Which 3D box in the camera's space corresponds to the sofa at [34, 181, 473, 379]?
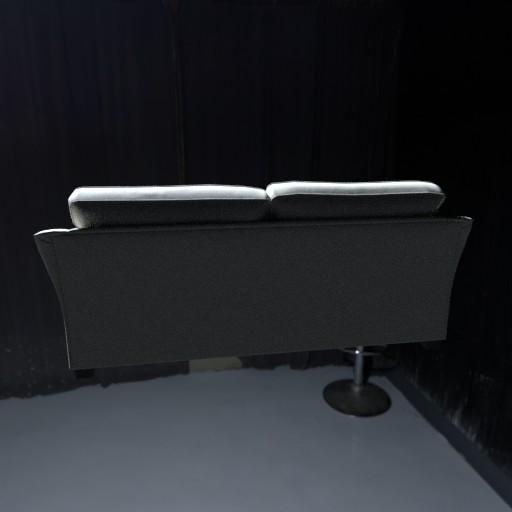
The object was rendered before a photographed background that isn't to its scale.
[{"bbox_3d":[0.000,0.000,2.738,2.270,0.965,0.980,-3,15,-9],"label":"sofa"}]
